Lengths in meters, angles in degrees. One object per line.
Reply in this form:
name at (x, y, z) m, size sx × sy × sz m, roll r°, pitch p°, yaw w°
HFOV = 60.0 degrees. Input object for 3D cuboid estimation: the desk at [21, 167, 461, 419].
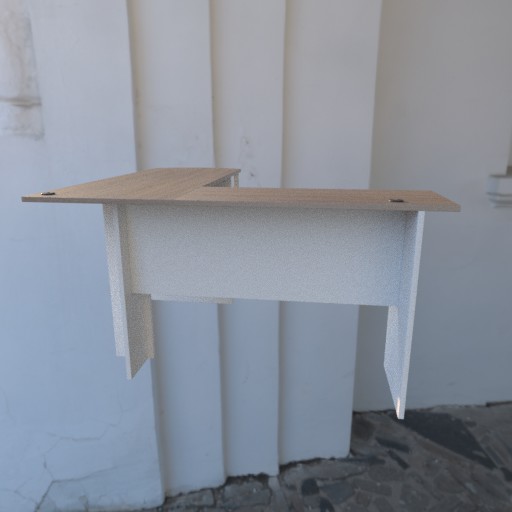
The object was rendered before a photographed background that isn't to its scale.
desk at (0.000, 0.000, 2.068) m, size 1.361 × 0.716 × 1.303 m, roll 2°, pitch 16°, yaw 8°
